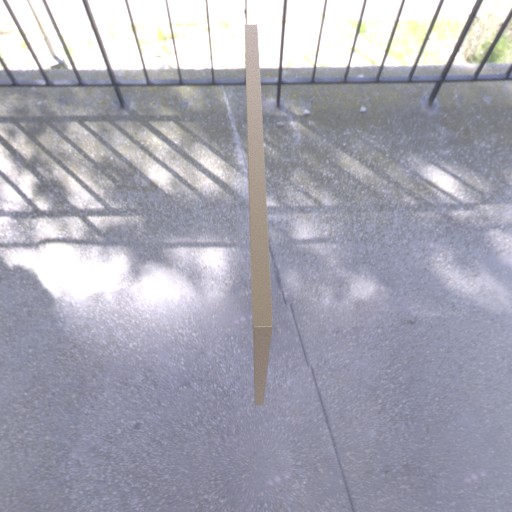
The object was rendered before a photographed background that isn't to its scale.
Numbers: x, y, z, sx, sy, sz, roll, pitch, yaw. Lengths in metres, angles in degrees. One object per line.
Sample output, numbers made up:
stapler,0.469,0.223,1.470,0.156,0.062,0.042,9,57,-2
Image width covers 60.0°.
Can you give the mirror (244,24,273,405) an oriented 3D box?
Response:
mirror,0.000,0.000,1.371,0.032,1.023,0.756,-2,64,-1
